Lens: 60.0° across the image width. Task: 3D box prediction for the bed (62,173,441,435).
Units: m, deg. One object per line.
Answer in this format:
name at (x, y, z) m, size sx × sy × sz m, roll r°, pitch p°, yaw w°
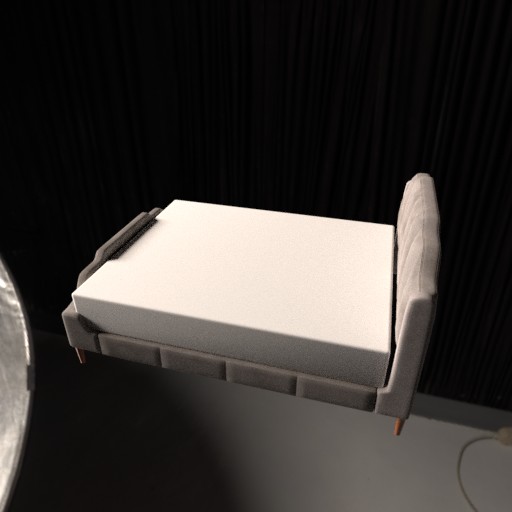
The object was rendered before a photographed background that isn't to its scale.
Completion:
bed at (0.000, 0.000, 3.331) m, size 2.340 × 1.245 × 1.676 m, roll 8°, pitch 32°, yaw 14°
